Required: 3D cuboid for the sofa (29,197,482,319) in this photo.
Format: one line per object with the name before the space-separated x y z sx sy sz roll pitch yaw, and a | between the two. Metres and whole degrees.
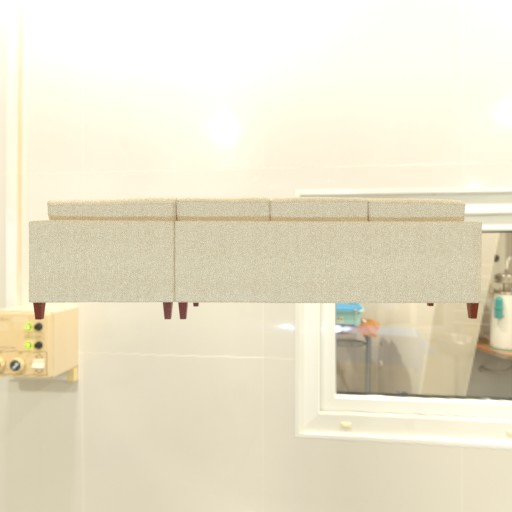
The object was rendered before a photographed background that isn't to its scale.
sofa | 0.000 0.000 4.135 3.471 0.954 1.603 0 0 -1
